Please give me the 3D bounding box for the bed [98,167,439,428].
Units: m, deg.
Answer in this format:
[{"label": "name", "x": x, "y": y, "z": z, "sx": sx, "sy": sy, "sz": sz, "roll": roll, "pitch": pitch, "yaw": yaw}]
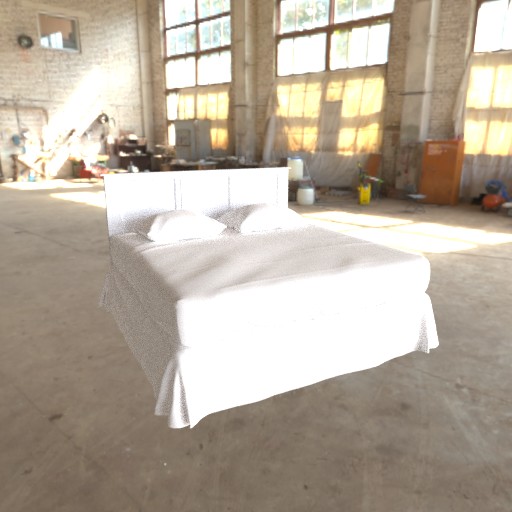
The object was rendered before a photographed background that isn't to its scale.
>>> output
[{"label": "bed", "x": 0.000, "y": 0.000, "z": 3.697, "sx": 2.317, "sy": 1.273, "sz": 2.215, "roll": -8, "pitch": 17, "yaw": -27}]
